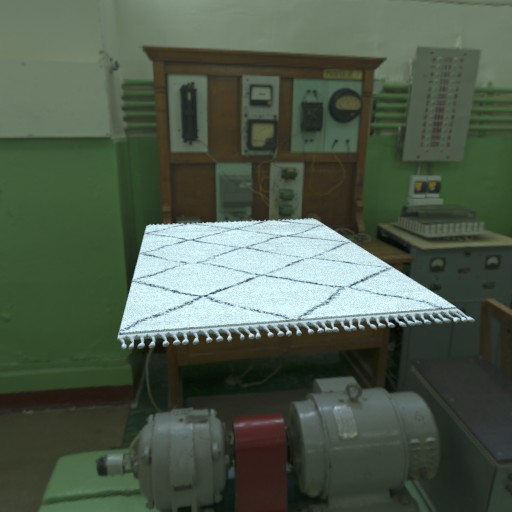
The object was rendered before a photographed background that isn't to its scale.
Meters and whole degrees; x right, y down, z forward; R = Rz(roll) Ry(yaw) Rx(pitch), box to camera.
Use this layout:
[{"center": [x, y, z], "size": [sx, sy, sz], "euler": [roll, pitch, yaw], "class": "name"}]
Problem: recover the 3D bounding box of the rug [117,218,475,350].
[{"center": [0.000, 0.000, 2.863], "size": [1.494, 0.031, 2.307], "euler": [-3, 16, -10], "class": "rug"}]
